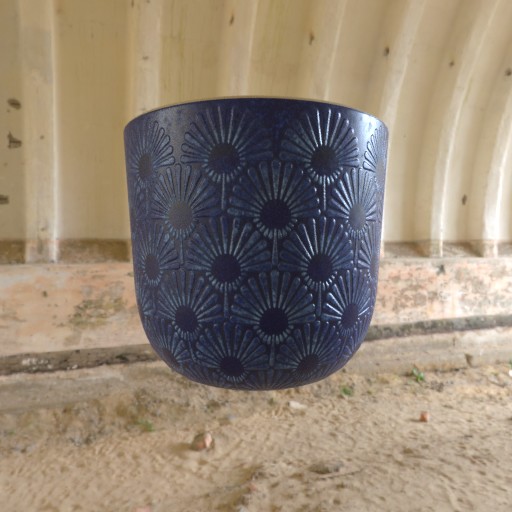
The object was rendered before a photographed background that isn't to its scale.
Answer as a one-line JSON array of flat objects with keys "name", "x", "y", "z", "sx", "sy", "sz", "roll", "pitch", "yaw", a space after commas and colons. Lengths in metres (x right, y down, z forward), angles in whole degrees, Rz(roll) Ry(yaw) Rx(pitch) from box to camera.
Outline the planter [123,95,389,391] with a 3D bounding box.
[{"name": "planter", "x": 0.000, "y": 0.000, "z": 0.361, "sx": 0.206, "sy": 0.190, "sz": 0.206, "roll": 0, "pitch": 1, "yaw": 0}]
